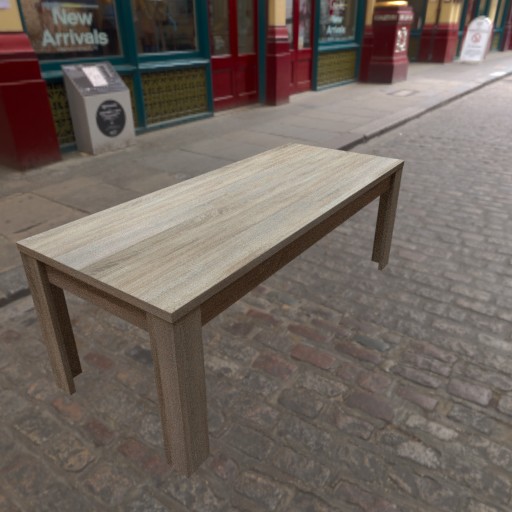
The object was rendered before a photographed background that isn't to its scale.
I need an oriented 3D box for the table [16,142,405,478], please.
[{"bbox_3d":[0.000,0.000,2.599,0.900,0.790,2.200,18,32,31],"label":"table"}]
